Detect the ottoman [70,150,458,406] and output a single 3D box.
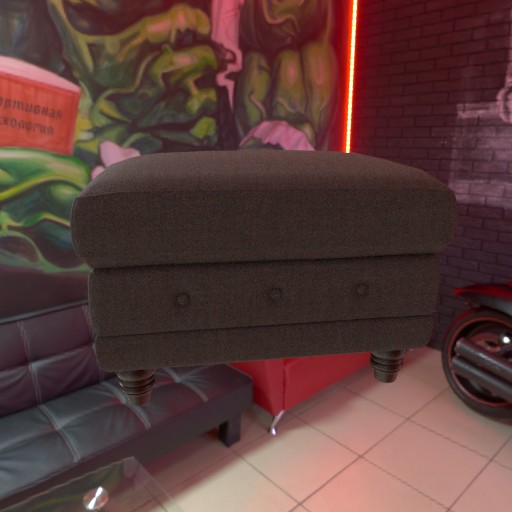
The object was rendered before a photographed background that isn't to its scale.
[{"bbox_3d":[0.000,0.000,1.200,0.809,0.555,0.599,-2,15,-9],"label":"ottoman"}]
